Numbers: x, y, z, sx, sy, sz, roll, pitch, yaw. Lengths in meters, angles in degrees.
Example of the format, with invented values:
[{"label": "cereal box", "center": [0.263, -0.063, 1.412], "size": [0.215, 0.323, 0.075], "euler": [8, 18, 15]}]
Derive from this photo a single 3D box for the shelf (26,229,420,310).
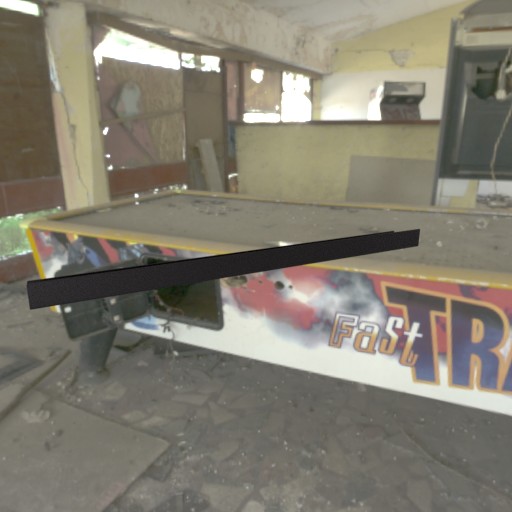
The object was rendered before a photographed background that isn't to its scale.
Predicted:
[{"label": "shelf", "center": [0.000, 0.000, 1.000], "size": [0.924, 0.049, 0.092], "euler": [-8, 18, -27]}]
